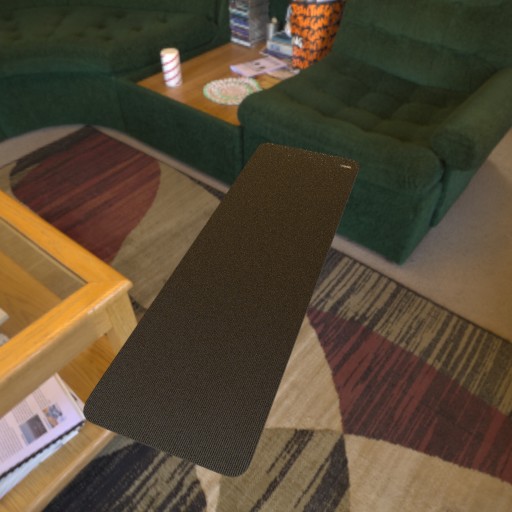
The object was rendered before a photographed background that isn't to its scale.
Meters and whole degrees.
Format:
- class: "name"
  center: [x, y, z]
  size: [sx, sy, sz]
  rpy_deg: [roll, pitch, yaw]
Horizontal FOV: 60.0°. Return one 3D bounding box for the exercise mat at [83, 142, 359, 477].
- class: "exercise mat"
  center: [0.000, 0.000, 2.055]
  size: [0.616, 0.021, 1.869]
  rpy_deg: [15, 48, 14]
